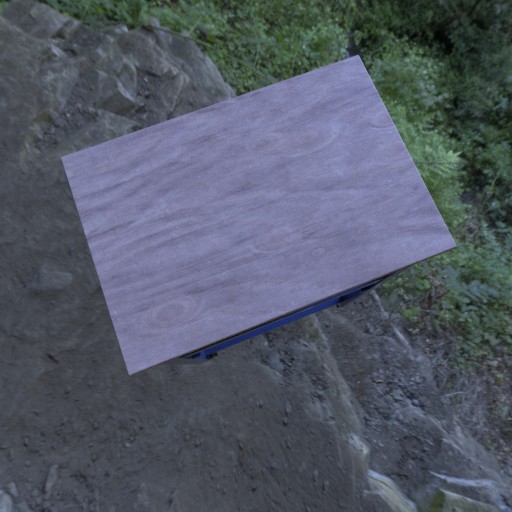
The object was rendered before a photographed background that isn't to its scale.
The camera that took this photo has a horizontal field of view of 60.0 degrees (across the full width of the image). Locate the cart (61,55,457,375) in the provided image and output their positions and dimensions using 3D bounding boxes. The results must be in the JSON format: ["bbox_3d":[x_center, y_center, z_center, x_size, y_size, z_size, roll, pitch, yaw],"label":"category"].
[{"bbox_3d":[0.000,0.000,1.168,0.584,0.839,0.403,-21,77,-5],"label":"cart"}]
